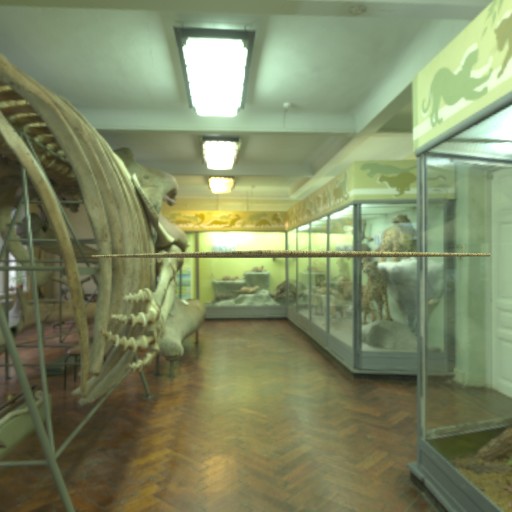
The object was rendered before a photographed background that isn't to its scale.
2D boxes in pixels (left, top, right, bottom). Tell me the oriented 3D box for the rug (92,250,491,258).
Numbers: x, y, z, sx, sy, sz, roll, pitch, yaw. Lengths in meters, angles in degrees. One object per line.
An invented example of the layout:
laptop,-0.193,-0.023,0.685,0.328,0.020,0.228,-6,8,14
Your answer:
rug,0.000,0.000,2.350,1.243,0.014,1.846,0,-1,-35
